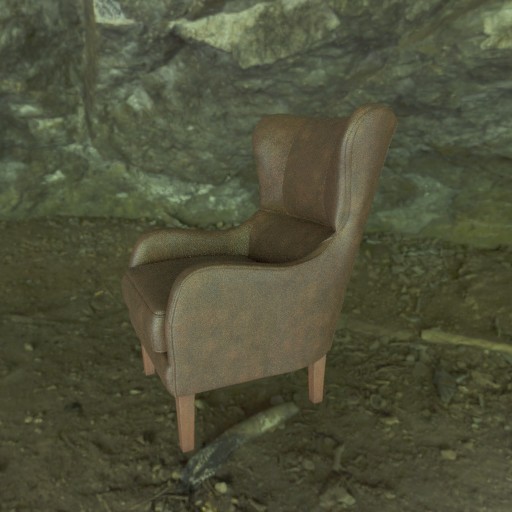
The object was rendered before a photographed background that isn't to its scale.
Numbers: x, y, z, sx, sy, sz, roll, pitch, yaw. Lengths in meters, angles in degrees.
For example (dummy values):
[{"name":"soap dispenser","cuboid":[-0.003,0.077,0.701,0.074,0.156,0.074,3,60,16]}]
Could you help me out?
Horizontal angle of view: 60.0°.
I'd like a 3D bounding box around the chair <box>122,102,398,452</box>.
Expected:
[{"name":"chair","cuboid":[0.000,0.000,1.638,0.914,1.048,0.692,-7,16,-25]}]
